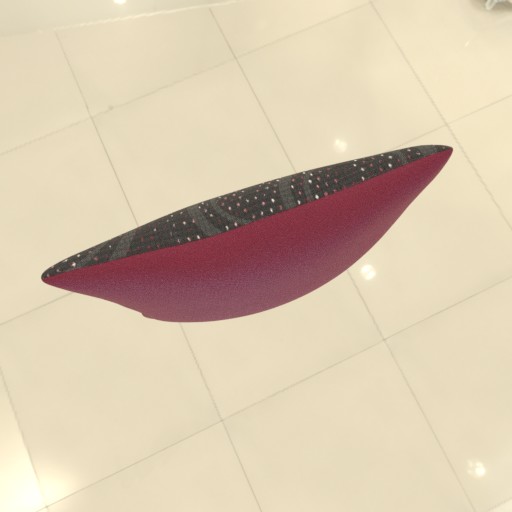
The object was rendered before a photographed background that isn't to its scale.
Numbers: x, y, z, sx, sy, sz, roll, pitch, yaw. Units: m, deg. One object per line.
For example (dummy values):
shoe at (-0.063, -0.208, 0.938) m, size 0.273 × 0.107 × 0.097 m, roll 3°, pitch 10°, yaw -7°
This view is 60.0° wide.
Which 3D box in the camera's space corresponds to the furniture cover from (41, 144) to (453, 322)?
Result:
furniture cover at (0.000, 0.000, 0.803) m, size 0.552 × 0.509 × 0.193 m, roll -18°, pitch 78°, yaw -4°
